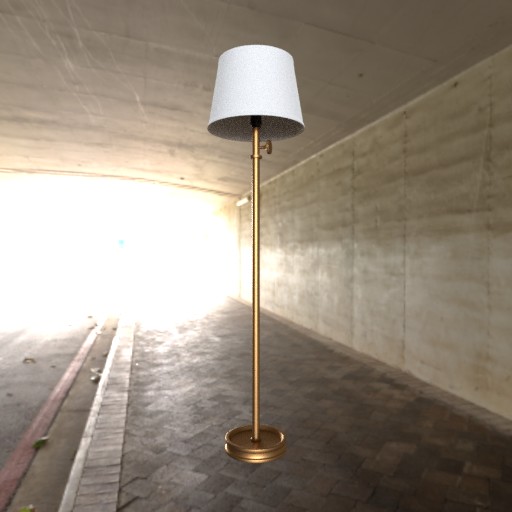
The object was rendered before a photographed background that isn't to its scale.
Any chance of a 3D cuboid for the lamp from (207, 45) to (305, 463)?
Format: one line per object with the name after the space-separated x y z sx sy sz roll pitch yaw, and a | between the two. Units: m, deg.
0.000 0.000 0.815 0.178 0.710 0.178 0 0 0 | lamp
